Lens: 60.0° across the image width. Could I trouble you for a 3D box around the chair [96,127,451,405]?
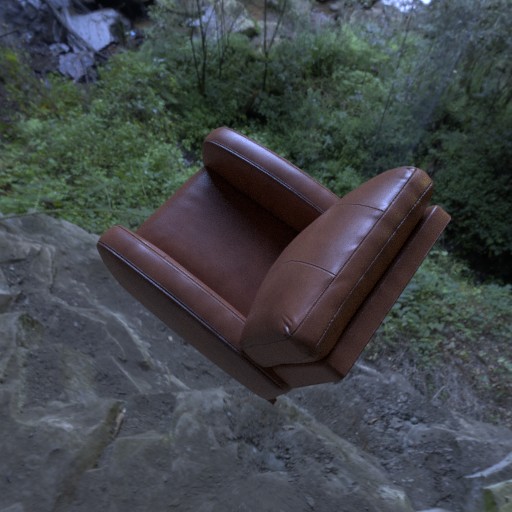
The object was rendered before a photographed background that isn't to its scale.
[{"bbox_3d":[0.000,0.000,1.673,0.990,0.990,0.762,35,69,16],"label":"chair"}]
